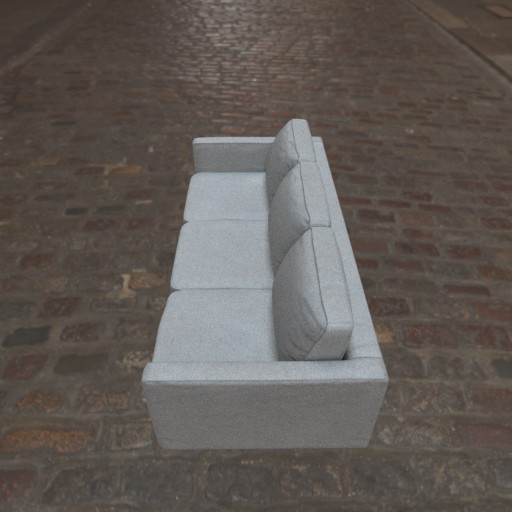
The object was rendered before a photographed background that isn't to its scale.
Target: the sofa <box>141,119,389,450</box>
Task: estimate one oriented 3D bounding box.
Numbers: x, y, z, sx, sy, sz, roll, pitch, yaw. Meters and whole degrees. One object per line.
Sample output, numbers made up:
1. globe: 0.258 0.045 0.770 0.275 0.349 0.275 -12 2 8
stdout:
1. sofa: 0.000 0.000 2.505 0.944 0.918 1.983 0 40 0
